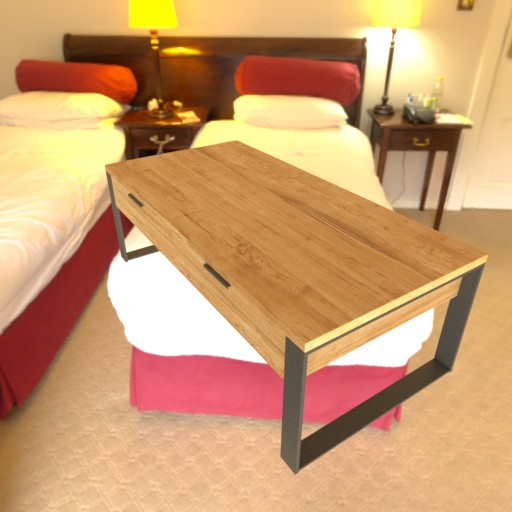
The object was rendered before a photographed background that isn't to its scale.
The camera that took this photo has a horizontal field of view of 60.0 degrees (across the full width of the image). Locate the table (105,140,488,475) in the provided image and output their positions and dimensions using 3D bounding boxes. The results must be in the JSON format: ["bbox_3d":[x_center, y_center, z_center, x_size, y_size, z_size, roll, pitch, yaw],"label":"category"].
[{"bbox_3d":[0.000,0.000,1.475,0.590,0.400,1.180,-19,36,-29],"label":"table"}]
